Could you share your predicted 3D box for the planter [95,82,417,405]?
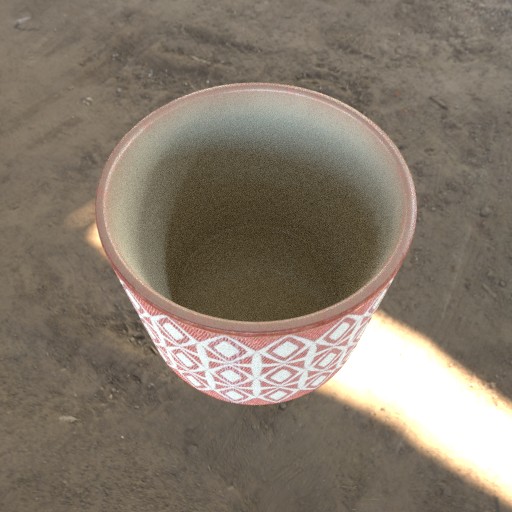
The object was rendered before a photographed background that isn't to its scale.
[{"bbox_3d":[0.000,0.000,0.481,0.273,0.237,0.273,0,58,0],"label":"planter"}]
